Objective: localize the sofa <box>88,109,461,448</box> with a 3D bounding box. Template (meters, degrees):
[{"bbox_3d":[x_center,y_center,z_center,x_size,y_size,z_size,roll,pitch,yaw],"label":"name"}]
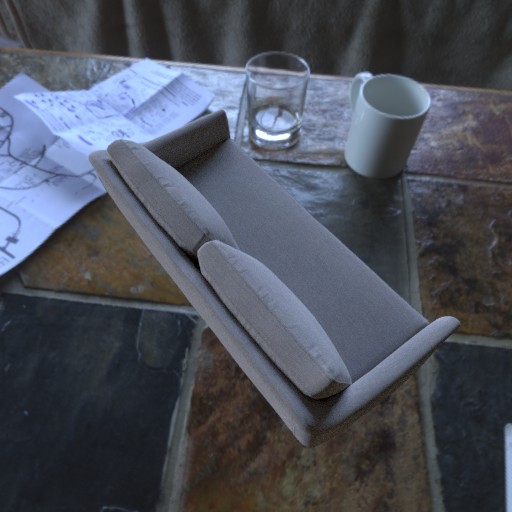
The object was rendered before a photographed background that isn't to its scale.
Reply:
[{"bbox_3d":[0.000,0.000,2.547,0.980,0.913,2.036,-33,63,-19],"label":"sofa"}]
